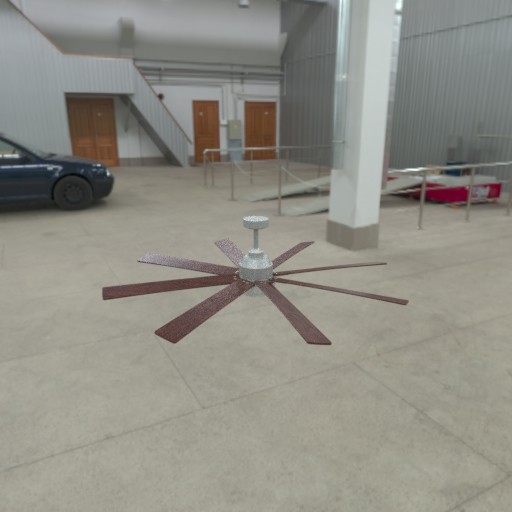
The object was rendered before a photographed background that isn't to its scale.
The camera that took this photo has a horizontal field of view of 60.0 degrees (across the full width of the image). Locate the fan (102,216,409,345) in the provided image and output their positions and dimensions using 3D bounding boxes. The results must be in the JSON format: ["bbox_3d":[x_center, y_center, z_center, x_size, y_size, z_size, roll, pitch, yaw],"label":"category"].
[{"bbox_3d":[0.000,0.000,2.740,1.830,0.472,1.830,8,19,26],"label":"fan"}]
